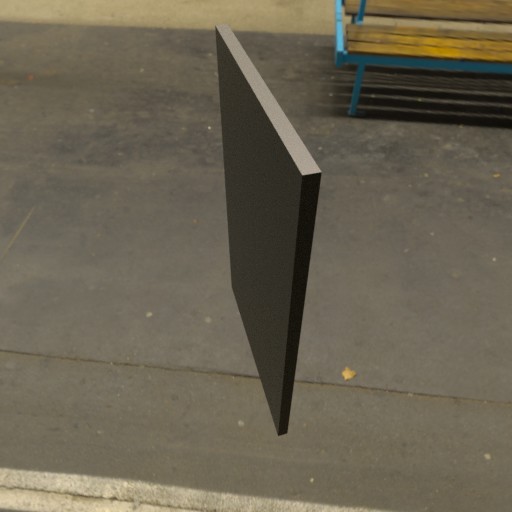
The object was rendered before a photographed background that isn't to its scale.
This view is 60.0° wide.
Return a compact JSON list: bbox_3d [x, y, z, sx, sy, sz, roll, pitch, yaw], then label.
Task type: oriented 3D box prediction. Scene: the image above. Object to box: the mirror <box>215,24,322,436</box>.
[{"bbox_3d":[0.000,0.000,1.504,0.038,1.219,0.762,-12,48,-11],"label":"mirror"}]
